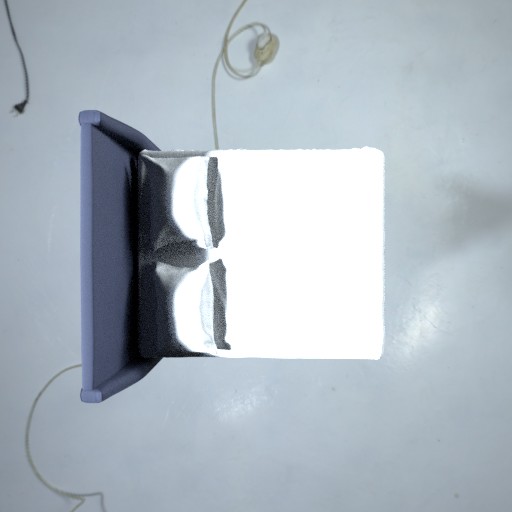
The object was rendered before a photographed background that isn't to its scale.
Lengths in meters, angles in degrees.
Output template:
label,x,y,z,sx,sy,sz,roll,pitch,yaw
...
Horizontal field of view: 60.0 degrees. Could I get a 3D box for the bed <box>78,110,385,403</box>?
label,x,y,z,sx,sy,sz,roll,pitch,yaw
bed,0.000,0.000,3.484,2.276,1.332,1.925,0,91,2
